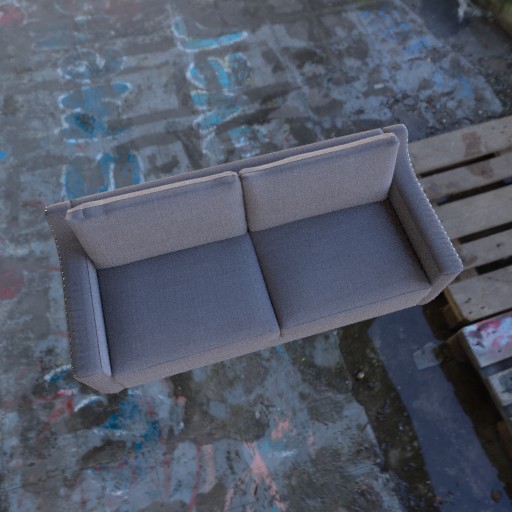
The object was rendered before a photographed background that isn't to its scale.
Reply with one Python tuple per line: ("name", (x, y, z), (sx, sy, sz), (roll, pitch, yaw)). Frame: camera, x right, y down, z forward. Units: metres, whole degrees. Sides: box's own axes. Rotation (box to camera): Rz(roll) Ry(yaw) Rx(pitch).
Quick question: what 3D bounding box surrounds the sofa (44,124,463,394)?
("sofa", (0.000, 0.000, 2.671), (2.208, 0.857, 1.000), (-15, 65, -7))
